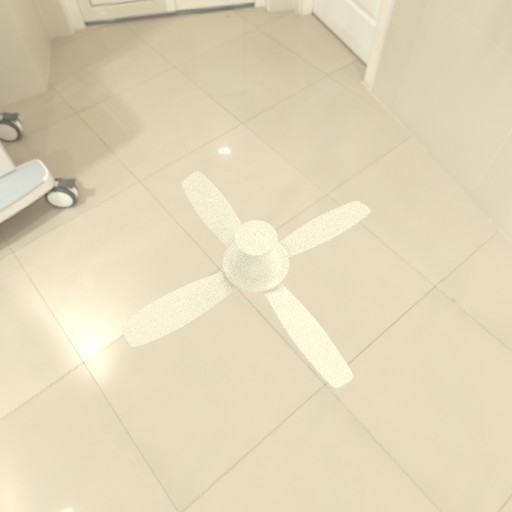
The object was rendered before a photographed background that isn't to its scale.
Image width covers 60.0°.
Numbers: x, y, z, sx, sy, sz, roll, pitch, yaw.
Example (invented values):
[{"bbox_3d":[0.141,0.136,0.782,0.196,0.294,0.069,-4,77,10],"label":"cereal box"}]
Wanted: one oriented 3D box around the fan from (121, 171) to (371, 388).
[{"bbox_3d":[0.000,0.000,2.567,1.693,0.382,1.694,-28,62,-17],"label":"fan"}]
